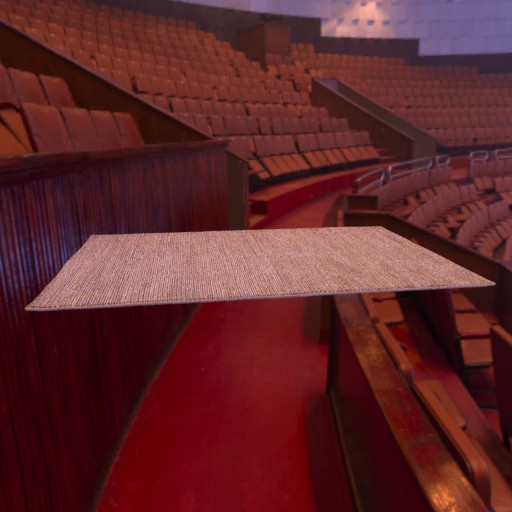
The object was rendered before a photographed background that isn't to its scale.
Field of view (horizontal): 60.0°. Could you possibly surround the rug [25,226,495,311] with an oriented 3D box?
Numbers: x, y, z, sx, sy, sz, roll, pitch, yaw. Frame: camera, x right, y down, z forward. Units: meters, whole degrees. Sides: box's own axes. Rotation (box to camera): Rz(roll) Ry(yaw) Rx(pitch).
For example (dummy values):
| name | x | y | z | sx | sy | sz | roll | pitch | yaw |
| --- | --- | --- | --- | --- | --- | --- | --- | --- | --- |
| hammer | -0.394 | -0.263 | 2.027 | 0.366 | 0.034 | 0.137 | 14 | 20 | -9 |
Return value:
| name | x | y | z | sx | sy | sz | roll | pitch | yaw |
| --- | --- | --- | --- | --- | --- | --- | --- | --- | --- |
| rug | 0.000 | 0.000 | 2.979 | 2.438 | 0.034 | 1.521 | -2 | 16 | -8 |
